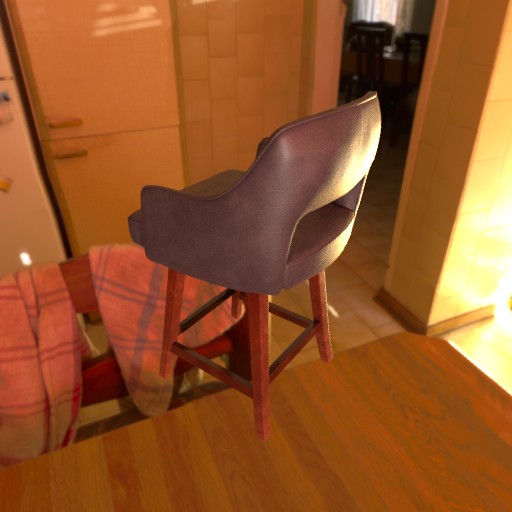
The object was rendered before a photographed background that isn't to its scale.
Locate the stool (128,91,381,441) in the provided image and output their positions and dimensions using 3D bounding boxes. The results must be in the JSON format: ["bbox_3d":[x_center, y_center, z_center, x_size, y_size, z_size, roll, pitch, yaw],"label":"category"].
[{"bbox_3d":[0.000,0.000,1.294,0.560,0.936,0.550,20,37,30],"label":"stool"}]
